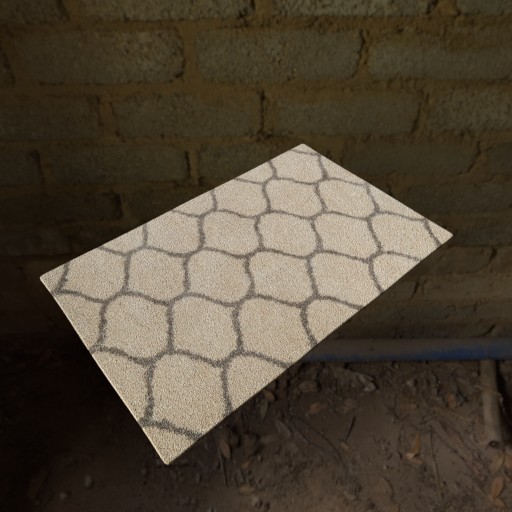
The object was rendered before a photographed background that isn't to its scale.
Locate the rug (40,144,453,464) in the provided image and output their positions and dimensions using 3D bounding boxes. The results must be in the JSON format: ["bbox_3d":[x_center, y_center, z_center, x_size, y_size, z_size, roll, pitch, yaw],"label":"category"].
[{"bbox_3d":[0.000,0.000,2.953,2.348,0.024,1.501,-32,55,-26],"label":"rug"}]
